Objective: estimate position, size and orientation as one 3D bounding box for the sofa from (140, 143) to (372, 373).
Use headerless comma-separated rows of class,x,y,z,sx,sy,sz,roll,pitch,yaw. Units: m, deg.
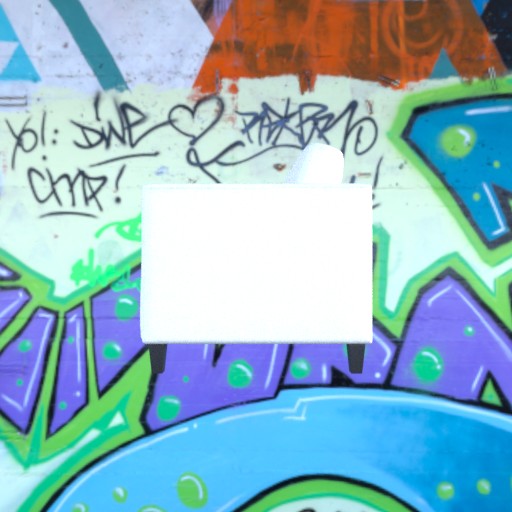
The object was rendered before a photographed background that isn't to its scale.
sofa,0.000,0.000,2.946,0.948,0.965,2.434,0,0,0
